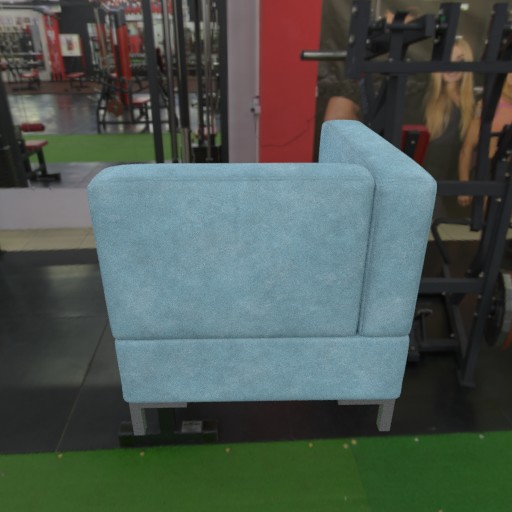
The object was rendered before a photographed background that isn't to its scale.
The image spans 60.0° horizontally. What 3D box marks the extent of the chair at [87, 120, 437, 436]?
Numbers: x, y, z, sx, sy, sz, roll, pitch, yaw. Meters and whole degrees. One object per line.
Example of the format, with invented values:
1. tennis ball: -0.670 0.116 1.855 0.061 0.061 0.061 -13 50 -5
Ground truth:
1. chair: 0.000 0.000 1.243 0.684 0.660 0.691 -1 26 -1
